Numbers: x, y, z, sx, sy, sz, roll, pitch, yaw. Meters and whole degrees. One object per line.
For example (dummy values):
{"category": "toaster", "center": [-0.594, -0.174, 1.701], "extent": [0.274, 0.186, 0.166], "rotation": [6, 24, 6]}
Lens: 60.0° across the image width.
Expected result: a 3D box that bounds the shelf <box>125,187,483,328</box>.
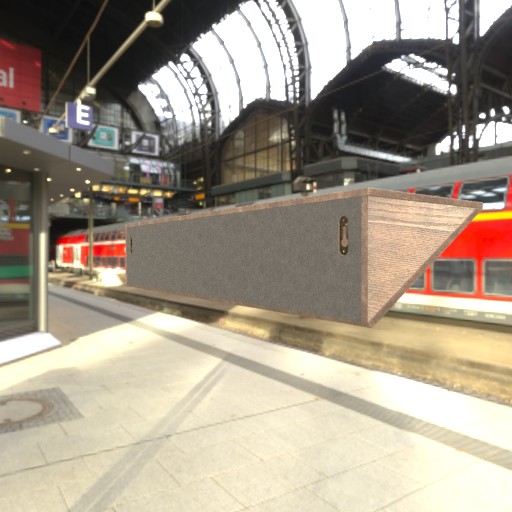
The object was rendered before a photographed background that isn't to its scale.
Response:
{"category": "shelf", "center": [0.000, 0.000, 0.695], "extent": [0.200, 0.125, 0.610], "rotation": [0, 0, -36]}
